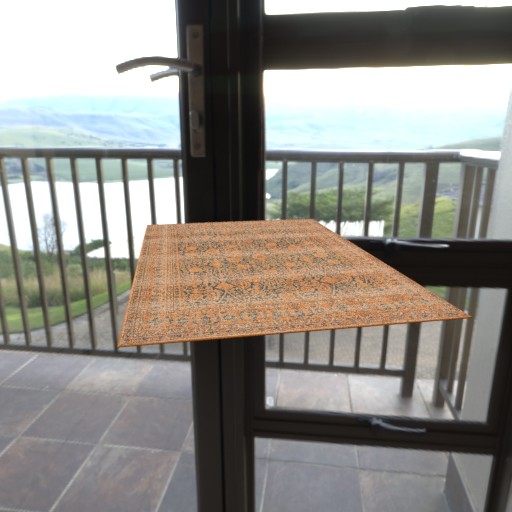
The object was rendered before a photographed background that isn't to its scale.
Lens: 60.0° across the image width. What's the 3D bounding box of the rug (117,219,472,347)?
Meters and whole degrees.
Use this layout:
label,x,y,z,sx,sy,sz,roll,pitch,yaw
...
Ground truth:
label,x,y,z,sx,sy,sz,roll,pitch,yaw
rug,0.000,0.000,2.948,1.525,0.007,2.336,-3,16,-10
